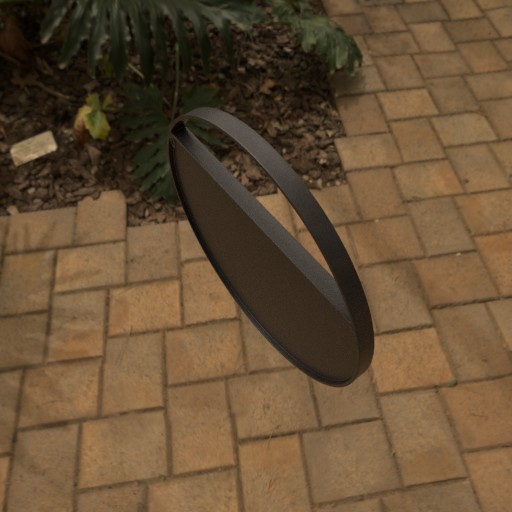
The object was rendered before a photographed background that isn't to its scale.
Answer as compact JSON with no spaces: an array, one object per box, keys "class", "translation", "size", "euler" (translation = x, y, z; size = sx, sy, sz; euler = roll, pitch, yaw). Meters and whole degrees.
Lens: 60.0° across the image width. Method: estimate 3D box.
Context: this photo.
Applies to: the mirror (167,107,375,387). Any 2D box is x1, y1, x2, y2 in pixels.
[{"class":"mirror","translation":[0.000,0.000,0.837],"size":[0.032,0.565,0.565],"euler":[-33,64,-19]}]
